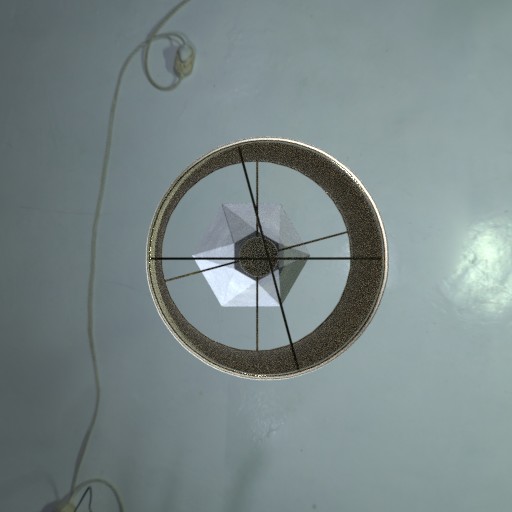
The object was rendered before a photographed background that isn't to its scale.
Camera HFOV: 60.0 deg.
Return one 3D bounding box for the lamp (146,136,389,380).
[{"bbox_3d":[0.000,0.000,0.665,0.276,0.501,0.276,0,91,-3],"label":"lamp"}]
